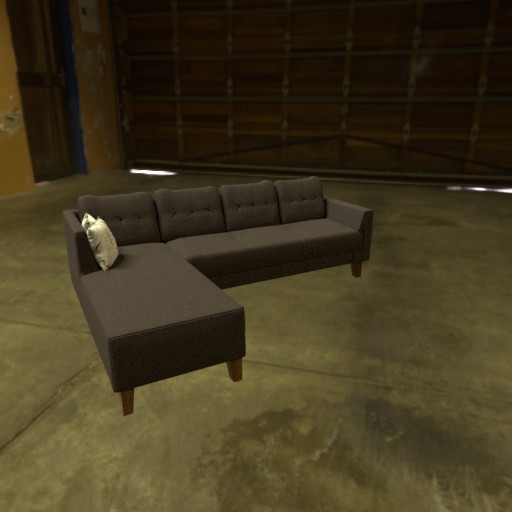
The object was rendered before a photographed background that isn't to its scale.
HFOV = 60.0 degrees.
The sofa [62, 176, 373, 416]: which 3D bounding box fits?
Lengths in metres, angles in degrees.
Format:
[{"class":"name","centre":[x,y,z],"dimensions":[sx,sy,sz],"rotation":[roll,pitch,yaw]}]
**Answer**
[{"class":"sofa","centre":[0.000,0.000,3.587],"dimensions":[2.679,0.932,1.829],"rotation":[-10,21,-27]}]
